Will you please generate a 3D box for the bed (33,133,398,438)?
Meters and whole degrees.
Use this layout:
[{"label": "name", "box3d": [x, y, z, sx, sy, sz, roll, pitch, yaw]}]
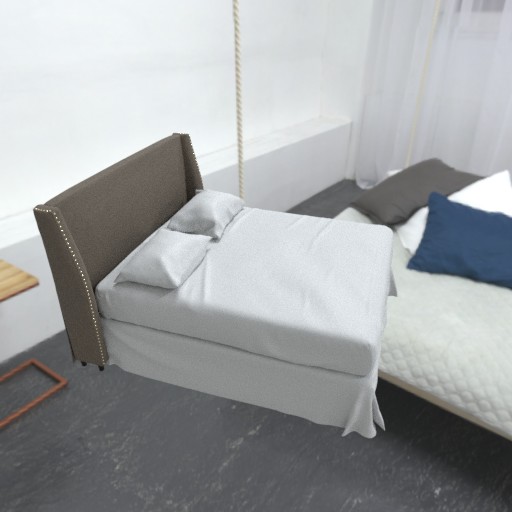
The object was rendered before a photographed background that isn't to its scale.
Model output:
[{"label": "bed", "box3d": [0.000, 0.000, 3.489, 2.276, 1.332, 1.925, 10, 31, 16]}]
